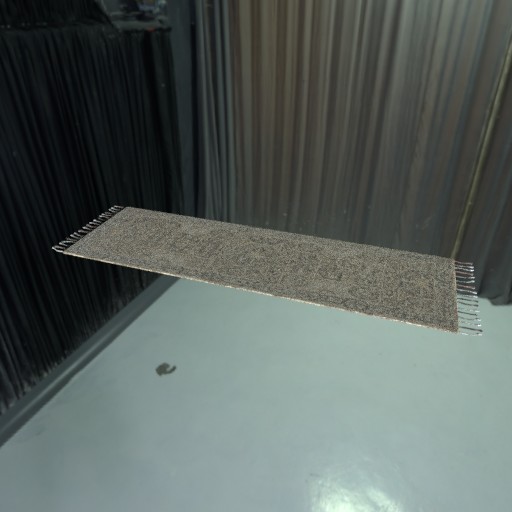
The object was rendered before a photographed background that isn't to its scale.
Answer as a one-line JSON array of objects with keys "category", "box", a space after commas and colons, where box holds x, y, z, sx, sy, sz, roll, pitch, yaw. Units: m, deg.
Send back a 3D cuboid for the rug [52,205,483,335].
[{"category": "rug", "box": [0.000, 0.000, 2.889, 2.664, 0.011, 0.762, 10, 32, 16]}]
